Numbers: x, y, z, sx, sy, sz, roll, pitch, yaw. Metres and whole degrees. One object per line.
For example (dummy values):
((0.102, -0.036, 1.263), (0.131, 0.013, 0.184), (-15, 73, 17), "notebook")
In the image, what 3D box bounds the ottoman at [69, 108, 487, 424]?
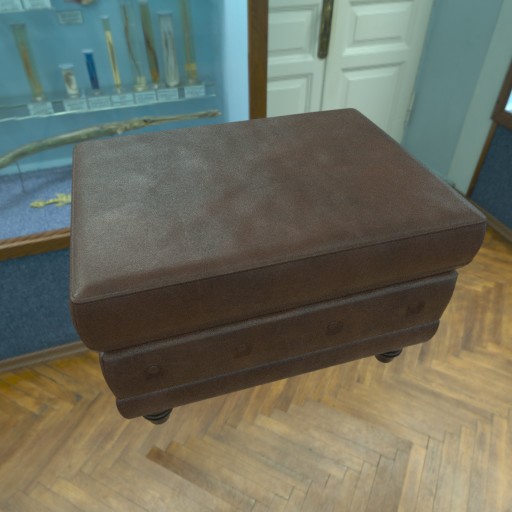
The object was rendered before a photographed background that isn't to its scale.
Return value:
((0.000, 0.000, 1.125), (0.795, 0.509, 0.588), (-11, 42, -13), "ottoman")
